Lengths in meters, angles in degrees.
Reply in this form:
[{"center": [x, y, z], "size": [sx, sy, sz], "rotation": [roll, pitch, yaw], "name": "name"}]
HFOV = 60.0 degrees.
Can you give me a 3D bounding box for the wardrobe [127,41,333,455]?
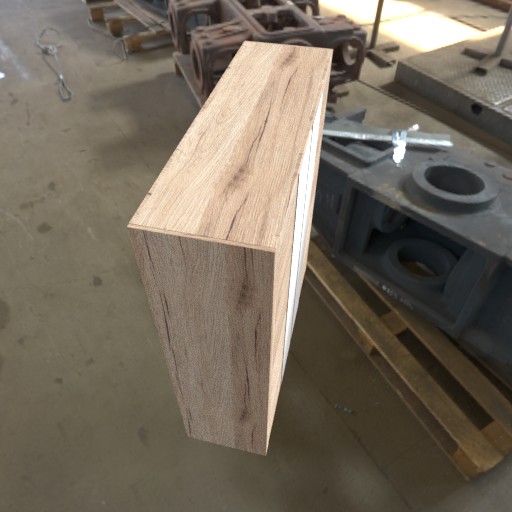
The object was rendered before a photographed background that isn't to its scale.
[{"center": [0.000, 0.000, 2.988], "size": [0.580, 2.070, 1.810], "rotation": [10, 48, 9], "name": "wardrobe"}]
